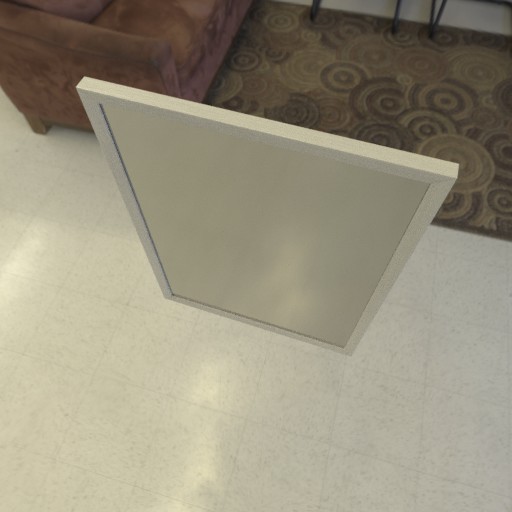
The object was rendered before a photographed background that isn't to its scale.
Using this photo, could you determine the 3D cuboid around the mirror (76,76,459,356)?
[{"bbox_3d":[0.000,0.000,1.291,0.762,1.016,0.040,16,61,9],"label":"mirror"}]
